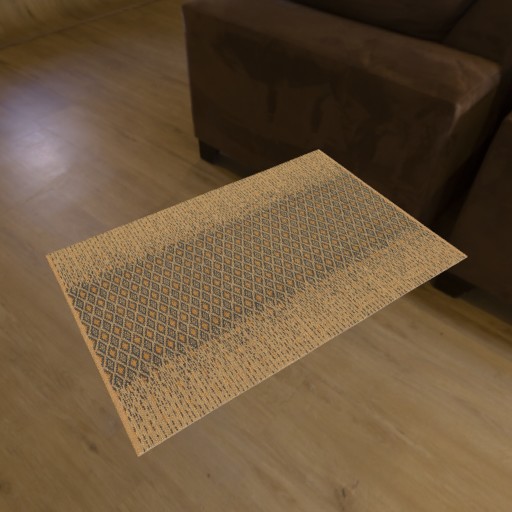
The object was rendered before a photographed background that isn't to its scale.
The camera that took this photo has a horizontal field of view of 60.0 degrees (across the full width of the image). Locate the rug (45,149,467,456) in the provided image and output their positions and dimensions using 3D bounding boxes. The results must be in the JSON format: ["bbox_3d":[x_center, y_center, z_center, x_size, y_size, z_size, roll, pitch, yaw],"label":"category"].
[{"bbox_3d":[0.000,0.000,2.306,1.828,0.005,1.219,-25,51,-23],"label":"rug"}]
